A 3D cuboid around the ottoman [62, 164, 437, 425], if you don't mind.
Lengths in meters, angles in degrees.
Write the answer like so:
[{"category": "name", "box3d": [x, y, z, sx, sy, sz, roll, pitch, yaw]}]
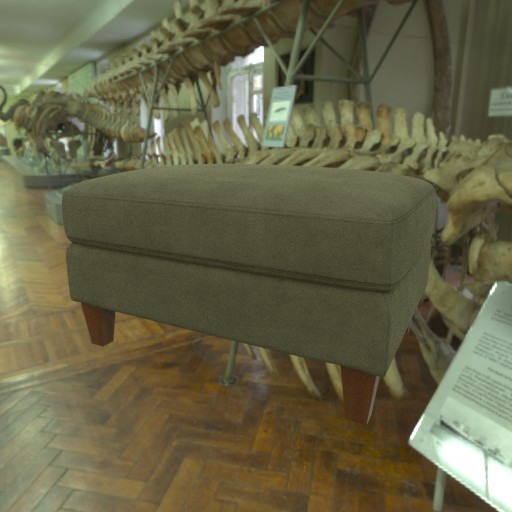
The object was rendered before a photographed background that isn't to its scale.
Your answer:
[{"category": "ottoman", "box3d": [0.000, 0.000, 1.216, 0.864, 0.483, 0.584, 8, 18, 27]}]
